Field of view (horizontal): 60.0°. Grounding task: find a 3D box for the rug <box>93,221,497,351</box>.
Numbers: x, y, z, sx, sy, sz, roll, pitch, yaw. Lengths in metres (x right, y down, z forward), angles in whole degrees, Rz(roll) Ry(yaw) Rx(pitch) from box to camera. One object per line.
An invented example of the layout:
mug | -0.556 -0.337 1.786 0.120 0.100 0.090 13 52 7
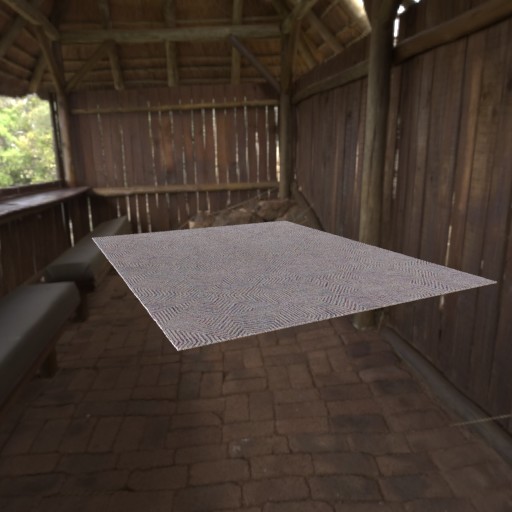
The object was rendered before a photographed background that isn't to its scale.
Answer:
rug | 0.000 0.000 4.045 2.442 0.008 3.046 -7 16 -26
